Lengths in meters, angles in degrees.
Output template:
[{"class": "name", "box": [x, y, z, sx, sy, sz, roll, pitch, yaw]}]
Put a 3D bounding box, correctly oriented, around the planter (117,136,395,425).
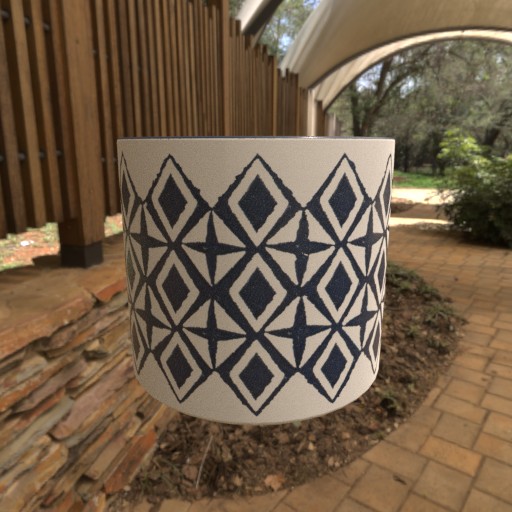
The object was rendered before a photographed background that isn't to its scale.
[{"class": "planter", "box": [0.000, 0.000, 0.395, 0.224, 0.203, 0.224, 0, 14, 0]}]
